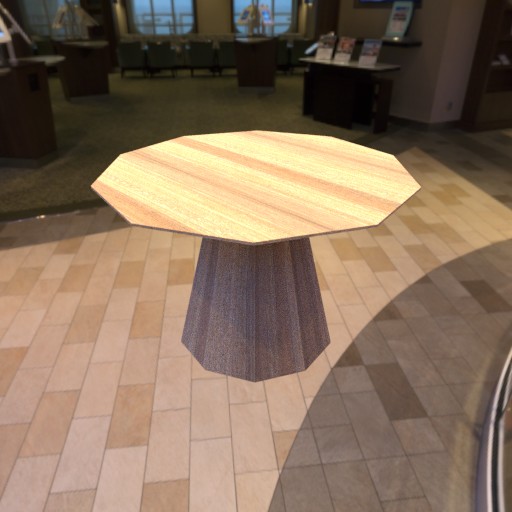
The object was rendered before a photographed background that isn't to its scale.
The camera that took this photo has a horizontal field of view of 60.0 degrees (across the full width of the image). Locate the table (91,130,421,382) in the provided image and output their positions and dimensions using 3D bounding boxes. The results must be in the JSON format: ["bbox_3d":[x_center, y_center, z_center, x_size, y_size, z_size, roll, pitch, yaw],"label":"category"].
[{"bbox_3d":[0.000,0.000,1.858,1.186,0.752,1.186,0,29,0],"label":"table"}]
